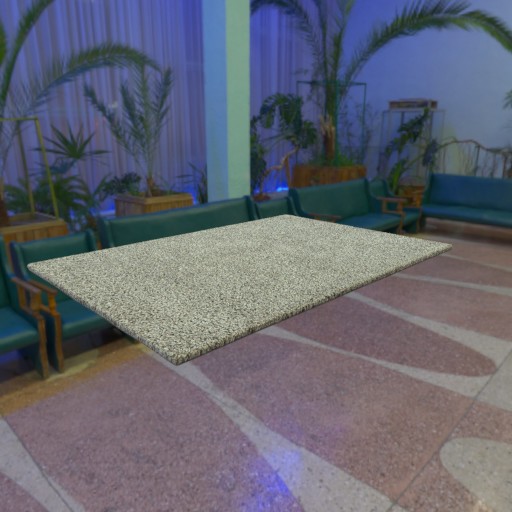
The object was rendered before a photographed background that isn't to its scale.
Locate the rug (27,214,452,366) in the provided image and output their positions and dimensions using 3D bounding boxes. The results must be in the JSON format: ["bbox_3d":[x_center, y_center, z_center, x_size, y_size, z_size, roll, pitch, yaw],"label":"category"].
[{"bbox_3d":[0.000,0.000,2.220,1.778,0.030,1.219,-15,22,-42],"label":"rug"}]
